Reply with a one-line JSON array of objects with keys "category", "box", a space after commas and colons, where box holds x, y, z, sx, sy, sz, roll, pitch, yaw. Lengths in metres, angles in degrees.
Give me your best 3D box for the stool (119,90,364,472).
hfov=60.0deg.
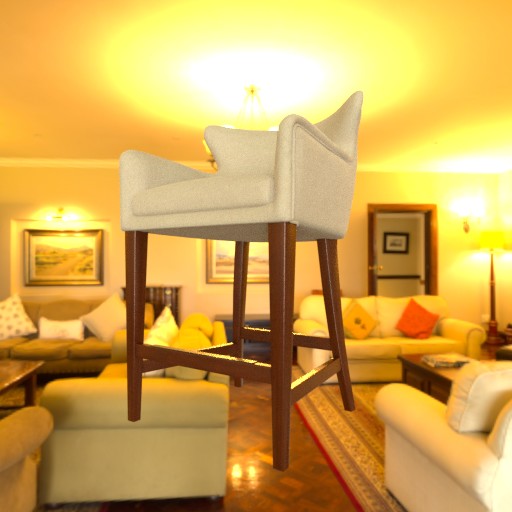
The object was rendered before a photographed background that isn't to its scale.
[{"category": "stool", "box": [0.000, 0.000, 1.340, 0.601, 0.951, 0.570, 0, -1, 36]}]
